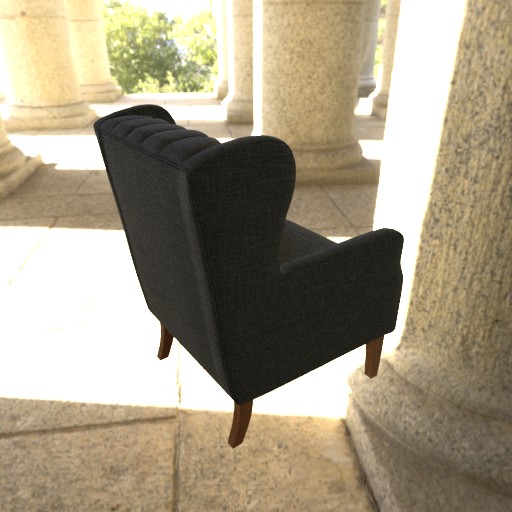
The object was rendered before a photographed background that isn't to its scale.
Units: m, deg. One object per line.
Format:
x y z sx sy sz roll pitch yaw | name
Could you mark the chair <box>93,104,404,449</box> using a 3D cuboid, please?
0.000 0.000 1.506 0.775 0.953 0.711 -18 32 -32 | chair
